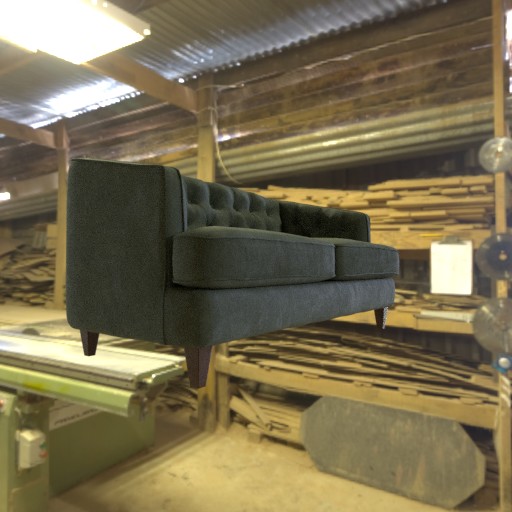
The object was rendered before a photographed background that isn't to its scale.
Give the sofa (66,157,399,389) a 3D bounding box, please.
[{"bbox_3d":[0.000,0.000,2.246,0.941,0.855,1.733,-1,-1,36],"label":"sofa"}]
